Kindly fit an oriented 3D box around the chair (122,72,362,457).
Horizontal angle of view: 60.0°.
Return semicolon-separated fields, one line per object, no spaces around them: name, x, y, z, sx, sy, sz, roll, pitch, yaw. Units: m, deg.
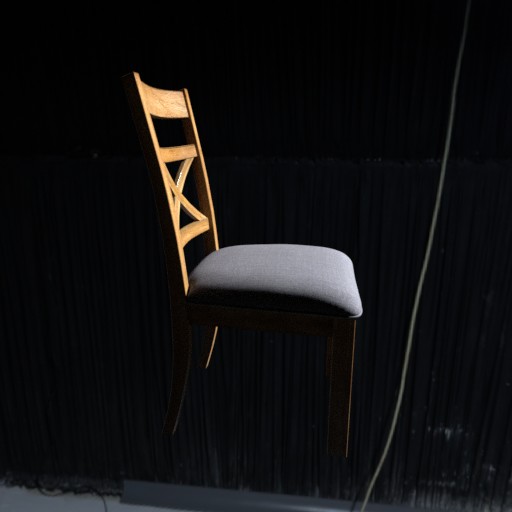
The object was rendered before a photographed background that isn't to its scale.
chair;0.000;0.000;1.281;0.581;0.949;0.470;2;16;8
